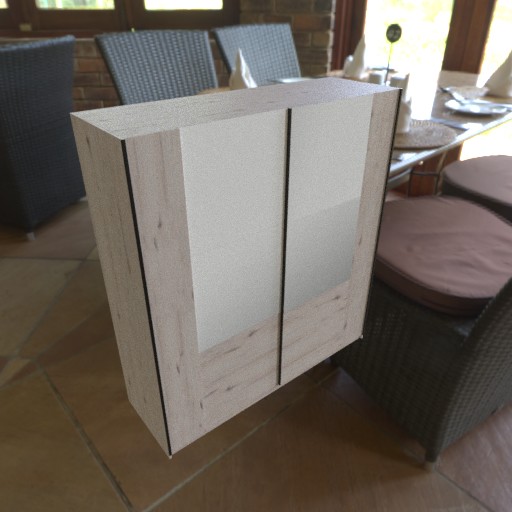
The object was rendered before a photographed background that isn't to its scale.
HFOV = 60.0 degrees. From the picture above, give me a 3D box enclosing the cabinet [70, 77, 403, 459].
[{"bbox_3d":[0.000,0.000,3.214,2.000,2.180,0.660,-22,37,-32],"label":"cabinet"}]
